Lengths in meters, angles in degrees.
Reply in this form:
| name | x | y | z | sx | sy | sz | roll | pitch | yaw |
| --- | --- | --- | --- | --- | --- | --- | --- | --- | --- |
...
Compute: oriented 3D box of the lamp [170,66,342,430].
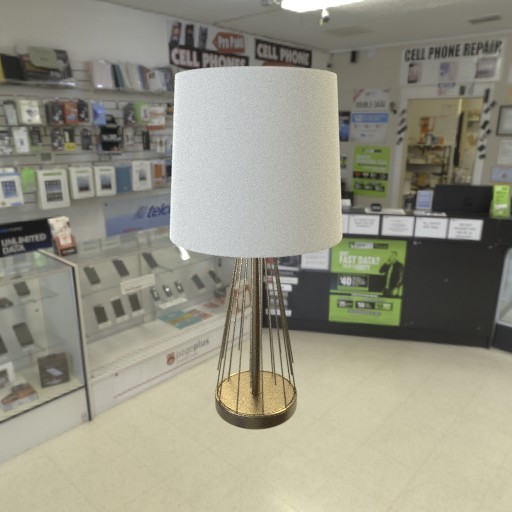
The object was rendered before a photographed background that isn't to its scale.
| name | x | y | z | sx | sy | sz | roll | pitch | yaw |
| --- | --- | --- | --- | --- | --- | --- | --- | --- | --- |
| lamp | 0.000 | 0.000 | 0.804 | 0.303 | 0.618 | 0.303 | 0 | 16 | 0 |
